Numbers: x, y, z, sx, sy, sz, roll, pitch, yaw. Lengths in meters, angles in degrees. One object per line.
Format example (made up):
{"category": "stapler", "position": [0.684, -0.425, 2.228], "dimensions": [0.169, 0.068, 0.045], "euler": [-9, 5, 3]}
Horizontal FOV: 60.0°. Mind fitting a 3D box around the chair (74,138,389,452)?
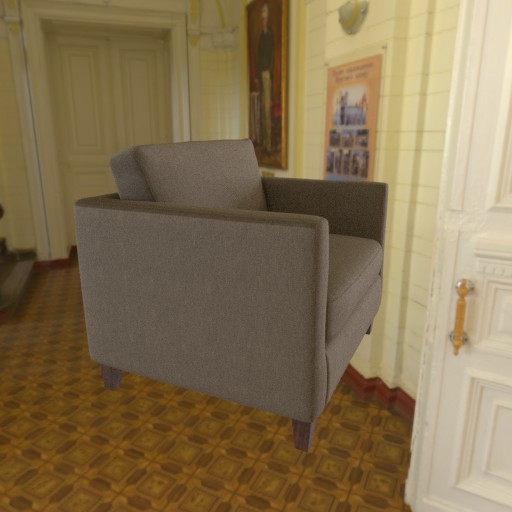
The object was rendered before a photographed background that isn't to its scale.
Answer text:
{"category": "chair", "position": [0.000, 0.000, 1.902], "dimensions": [0.959, 0.963, 1.107], "euler": [7, 17, 25]}
